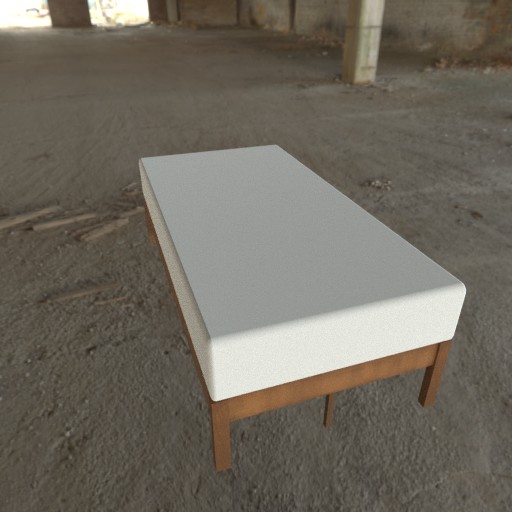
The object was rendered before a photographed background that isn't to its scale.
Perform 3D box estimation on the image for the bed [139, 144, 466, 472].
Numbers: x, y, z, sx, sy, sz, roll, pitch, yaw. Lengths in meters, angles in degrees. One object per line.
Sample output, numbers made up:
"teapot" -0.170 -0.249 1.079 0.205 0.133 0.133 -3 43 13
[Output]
"bed" 0.000 0.000 2.377 0.961 0.616 1.902 -10 32 -16
